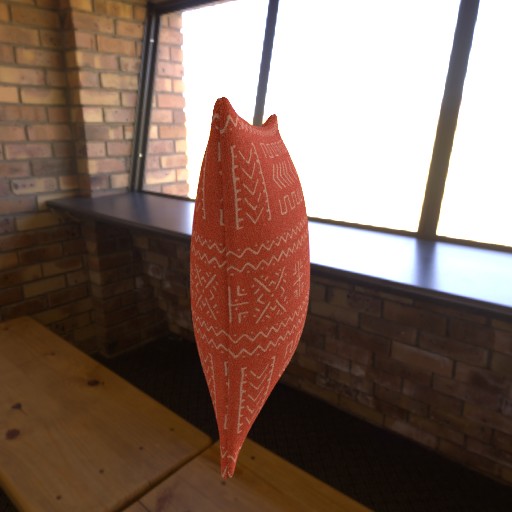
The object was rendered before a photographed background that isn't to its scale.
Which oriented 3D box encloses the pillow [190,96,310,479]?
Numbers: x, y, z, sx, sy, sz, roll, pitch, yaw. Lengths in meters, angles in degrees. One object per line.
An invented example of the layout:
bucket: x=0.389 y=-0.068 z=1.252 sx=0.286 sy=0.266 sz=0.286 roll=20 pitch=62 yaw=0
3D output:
pillow: x=0.000 y=0.000 z=0.669 sx=0.164 sy=0.429 sz=0.438 roll=2 pitch=16 yaw=8
